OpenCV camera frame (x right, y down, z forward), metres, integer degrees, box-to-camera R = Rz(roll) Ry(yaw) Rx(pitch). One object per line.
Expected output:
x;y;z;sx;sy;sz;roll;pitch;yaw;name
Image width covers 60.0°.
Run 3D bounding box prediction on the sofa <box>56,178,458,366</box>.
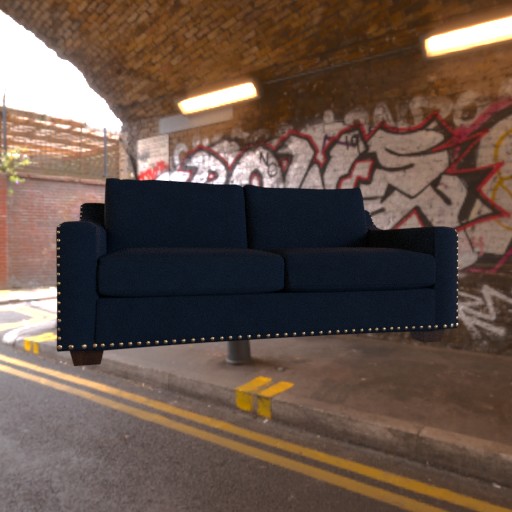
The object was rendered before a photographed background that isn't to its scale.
0.000;0.000;2.711;2.107;0.983;1.104;0;1;-16;sofa
